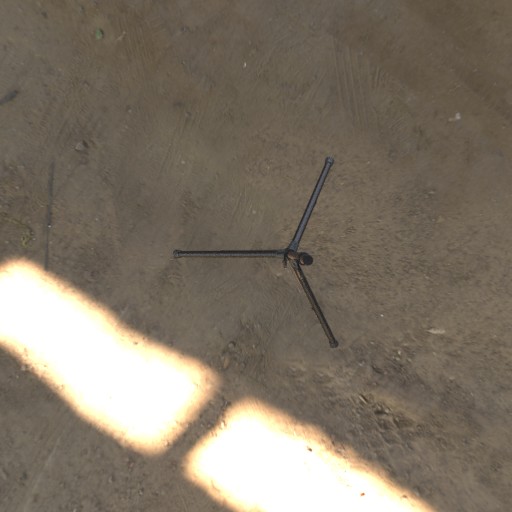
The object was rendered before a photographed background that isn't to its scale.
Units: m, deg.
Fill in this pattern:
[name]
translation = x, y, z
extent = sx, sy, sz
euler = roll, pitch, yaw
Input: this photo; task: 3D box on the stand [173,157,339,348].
[stand]
translation = 0.000, 0.000, 1.882
extent = 0.907, 1.136, 1.045
euler = 0, 92, 0
